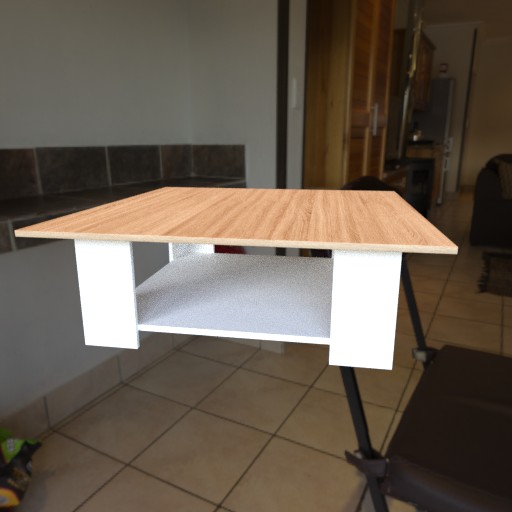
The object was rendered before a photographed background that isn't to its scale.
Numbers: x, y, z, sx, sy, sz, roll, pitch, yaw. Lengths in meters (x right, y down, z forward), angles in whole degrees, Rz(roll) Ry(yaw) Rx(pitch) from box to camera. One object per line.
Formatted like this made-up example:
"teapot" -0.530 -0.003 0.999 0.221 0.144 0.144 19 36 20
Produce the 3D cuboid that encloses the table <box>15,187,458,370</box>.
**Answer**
"table" 0.000 0.000 1.332 0.890 0.305 0.890 2 15 9
